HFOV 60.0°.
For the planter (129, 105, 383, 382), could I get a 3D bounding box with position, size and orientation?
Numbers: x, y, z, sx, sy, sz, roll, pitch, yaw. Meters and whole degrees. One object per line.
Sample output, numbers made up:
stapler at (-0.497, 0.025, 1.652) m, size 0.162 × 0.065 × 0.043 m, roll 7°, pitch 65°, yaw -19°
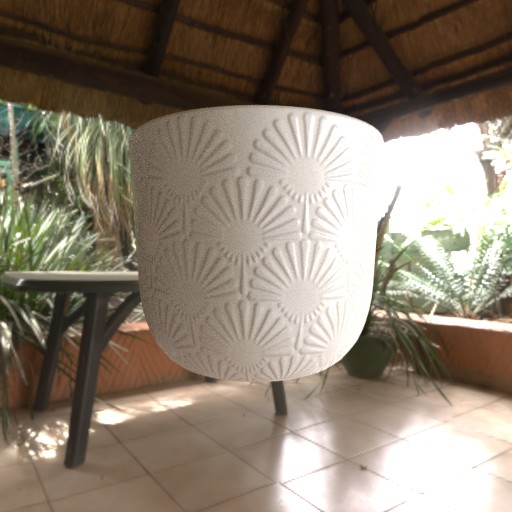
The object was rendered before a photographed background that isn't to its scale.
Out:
planter at (0.000, 0.000, 0.306) m, size 0.170 × 0.152 × 0.170 m, roll 0°, pitch 0°, yaw 0°
